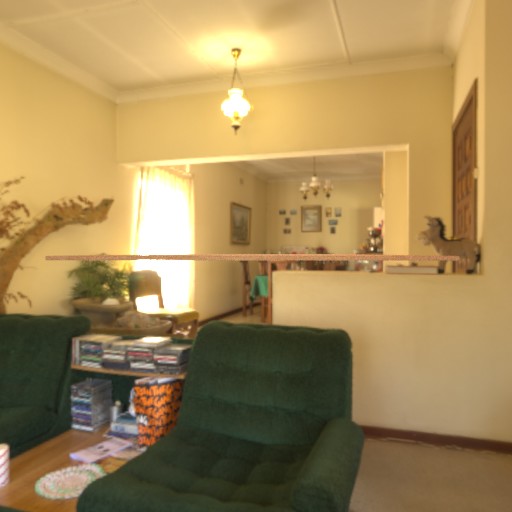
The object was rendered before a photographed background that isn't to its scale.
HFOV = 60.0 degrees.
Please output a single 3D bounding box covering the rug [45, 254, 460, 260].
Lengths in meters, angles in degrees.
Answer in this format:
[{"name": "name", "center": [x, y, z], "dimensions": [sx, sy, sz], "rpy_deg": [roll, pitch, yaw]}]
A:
[{"name": "rug", "center": [0.000, 0.000, 2.212], "dimensions": [1.219, 0.014, 1.829], "rpy_deg": [0, 0, 1]}]
